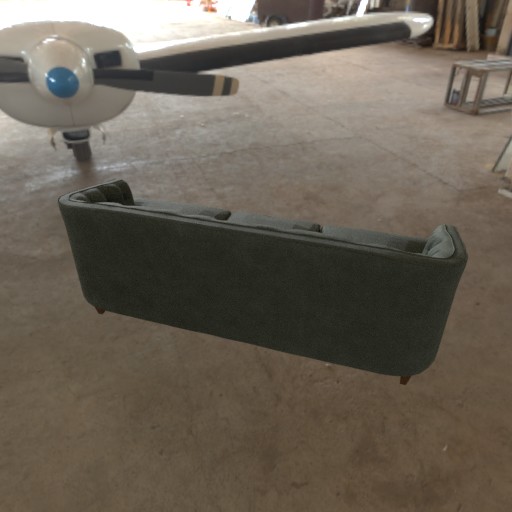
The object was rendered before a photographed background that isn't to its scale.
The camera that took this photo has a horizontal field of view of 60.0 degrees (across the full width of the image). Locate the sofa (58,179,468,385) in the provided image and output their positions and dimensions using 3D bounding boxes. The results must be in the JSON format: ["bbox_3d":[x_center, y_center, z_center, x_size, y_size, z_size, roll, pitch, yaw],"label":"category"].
[{"bbox_3d":[0.000,0.000,2.766,2.278,0.855,0.941,10,34,15],"label":"sofa"}]
